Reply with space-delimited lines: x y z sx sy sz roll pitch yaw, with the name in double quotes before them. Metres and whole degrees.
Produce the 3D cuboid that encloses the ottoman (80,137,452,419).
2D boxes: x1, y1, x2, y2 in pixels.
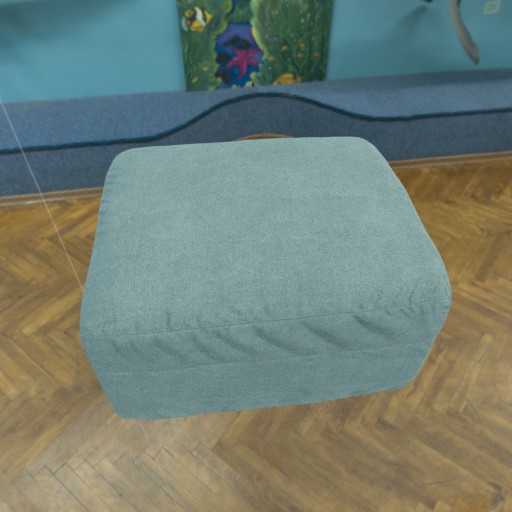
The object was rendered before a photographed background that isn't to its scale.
"ottoman" 0.000 0.000 1.236 0.837 0.481 0.683 -4 46 -4
